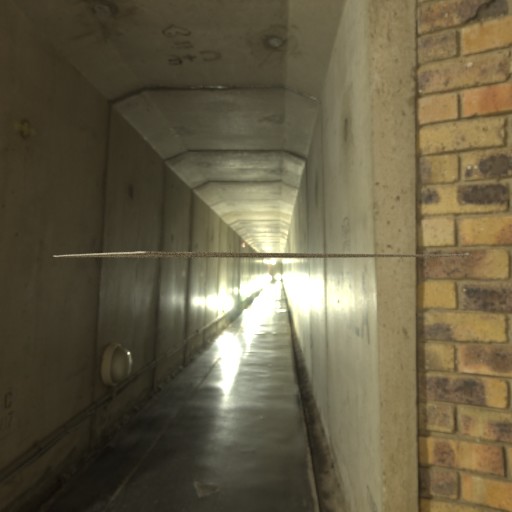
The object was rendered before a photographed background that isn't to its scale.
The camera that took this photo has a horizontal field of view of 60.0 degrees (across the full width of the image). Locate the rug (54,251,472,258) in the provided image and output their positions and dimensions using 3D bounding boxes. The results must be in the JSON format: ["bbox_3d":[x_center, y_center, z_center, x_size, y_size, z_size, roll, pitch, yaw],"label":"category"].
[{"bbox_3d":[0.000,0.000,4.118,3.069,0.026,2.451,0,-1,-35],"label":"rug"}]
